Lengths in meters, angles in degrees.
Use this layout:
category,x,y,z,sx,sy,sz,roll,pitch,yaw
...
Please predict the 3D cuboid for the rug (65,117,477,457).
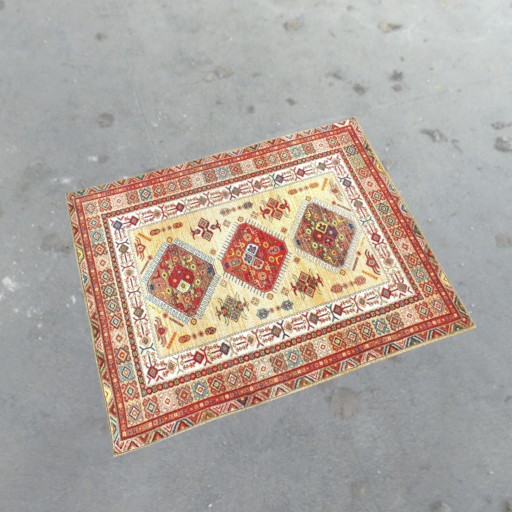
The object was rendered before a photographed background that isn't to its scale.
category,x,y,z,sx,sy,sz,roll,pitch,yaw
rug,0.000,0.000,3.990,3.067,0.005,2.460,-17,65,-8
